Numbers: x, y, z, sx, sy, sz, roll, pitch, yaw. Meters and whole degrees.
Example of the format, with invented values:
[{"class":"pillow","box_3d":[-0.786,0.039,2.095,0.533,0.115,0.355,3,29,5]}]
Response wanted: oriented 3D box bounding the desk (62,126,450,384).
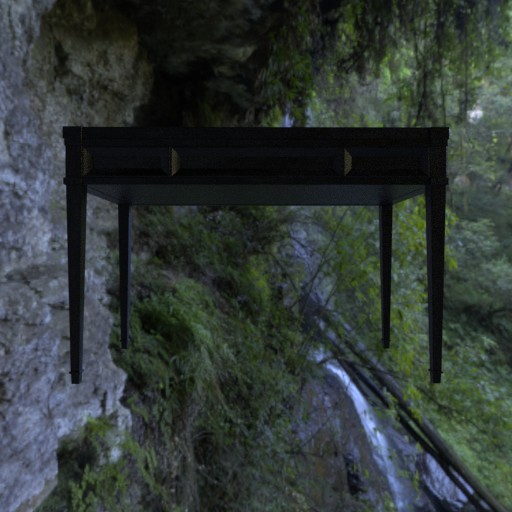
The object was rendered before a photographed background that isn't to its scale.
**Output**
[{"class":"desk","box_3d":[0.000,0.000,1.788,1.289,0.861,0.630,0,0,0]}]
